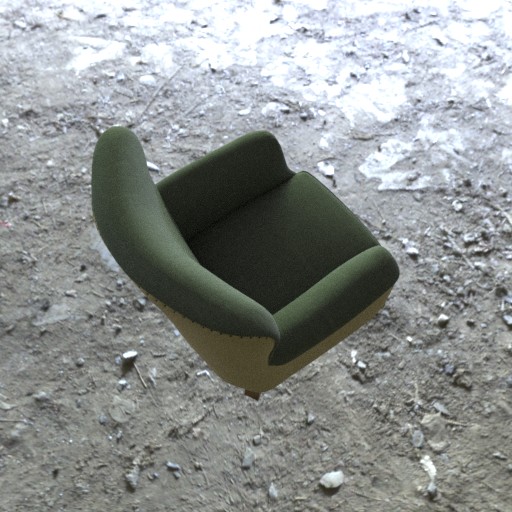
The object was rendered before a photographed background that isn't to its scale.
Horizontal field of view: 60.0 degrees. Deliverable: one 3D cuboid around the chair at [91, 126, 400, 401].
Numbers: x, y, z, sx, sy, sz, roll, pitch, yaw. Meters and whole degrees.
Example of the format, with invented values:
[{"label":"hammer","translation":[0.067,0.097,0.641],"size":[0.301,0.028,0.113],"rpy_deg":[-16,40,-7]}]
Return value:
[{"label":"chair","translation":[0.000,0.000,1.650],"size":[0.921,0.936,0.861],"rpy_deg":[-30,62,-17]}]
